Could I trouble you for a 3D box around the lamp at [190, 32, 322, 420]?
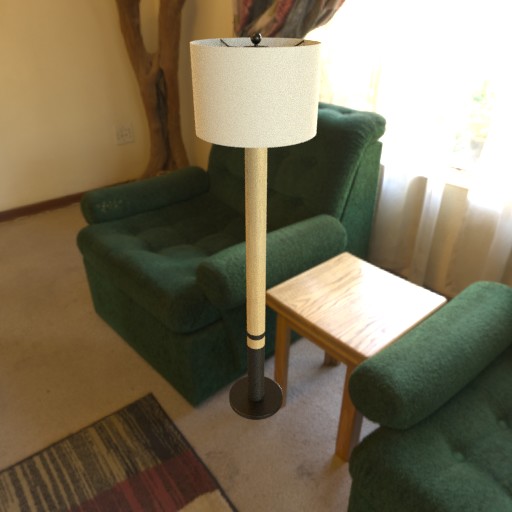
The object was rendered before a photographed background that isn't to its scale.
[{"bbox_3d":[0.000,0.000,1.639,0.381,1.478,0.381,18,34,28],"label":"lamp"}]
